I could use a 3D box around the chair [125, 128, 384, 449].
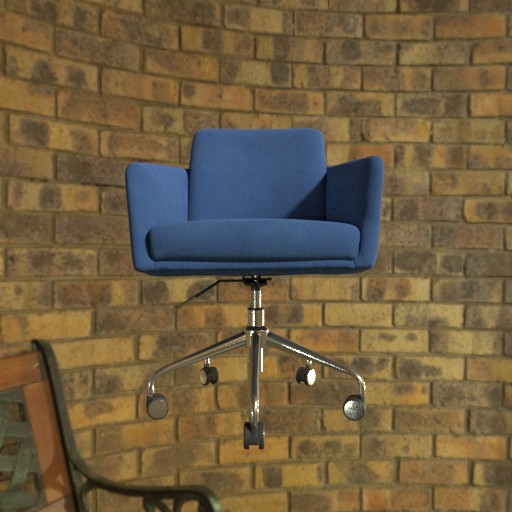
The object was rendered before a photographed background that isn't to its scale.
[{"bbox_3d":[0.000,0.000,1.308,0.641,0.908,0.635,0,0,1],"label":"chair"}]
